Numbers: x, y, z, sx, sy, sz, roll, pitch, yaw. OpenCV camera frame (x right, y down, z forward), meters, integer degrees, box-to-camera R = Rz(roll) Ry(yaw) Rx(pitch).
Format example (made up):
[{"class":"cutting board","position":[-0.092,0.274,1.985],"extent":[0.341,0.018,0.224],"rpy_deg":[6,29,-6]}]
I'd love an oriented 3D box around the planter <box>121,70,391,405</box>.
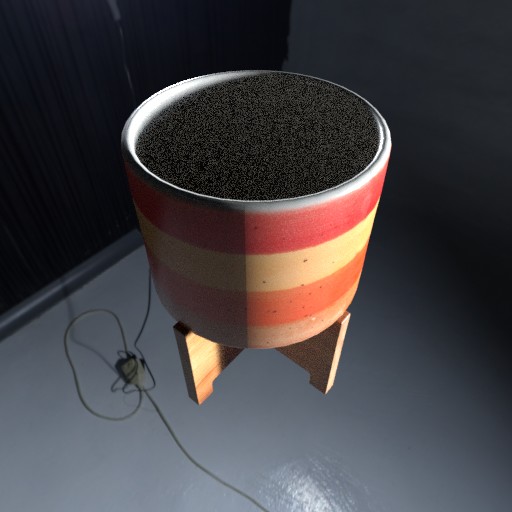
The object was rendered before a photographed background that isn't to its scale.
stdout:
[{"class":"planter","position":[0.000,0.000,0.411],"extent":[0.199,0.268,0.199],"rpy_deg":[0,45,0]}]
